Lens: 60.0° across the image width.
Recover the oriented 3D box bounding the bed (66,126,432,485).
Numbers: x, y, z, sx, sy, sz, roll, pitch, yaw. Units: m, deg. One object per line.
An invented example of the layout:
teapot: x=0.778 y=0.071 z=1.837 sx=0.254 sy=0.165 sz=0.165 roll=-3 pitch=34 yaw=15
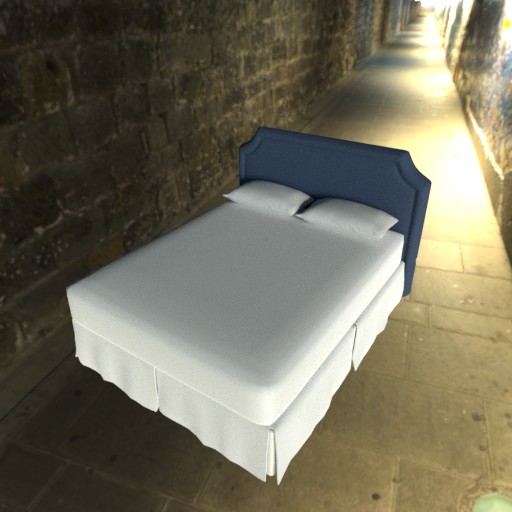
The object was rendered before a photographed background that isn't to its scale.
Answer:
bed: x=0.000 y=0.000 z=3.311 sx=1.831 sy=1.297 sz=2.260 roll=19 pitch=35 yaw=29
